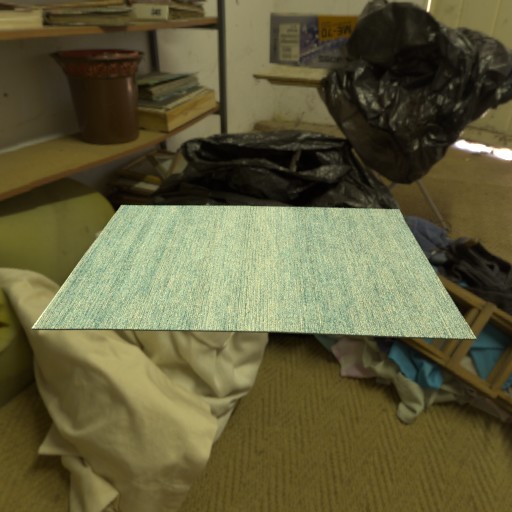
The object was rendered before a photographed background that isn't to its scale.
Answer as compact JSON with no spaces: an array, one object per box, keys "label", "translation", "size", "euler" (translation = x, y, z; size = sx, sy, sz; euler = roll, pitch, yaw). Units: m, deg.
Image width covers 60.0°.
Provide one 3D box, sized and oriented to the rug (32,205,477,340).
[{"label":"rug","translation":[0.000,0.000,5.239],"size":[4.078,0.052,2.802],"euler":[1,31,2]}]
